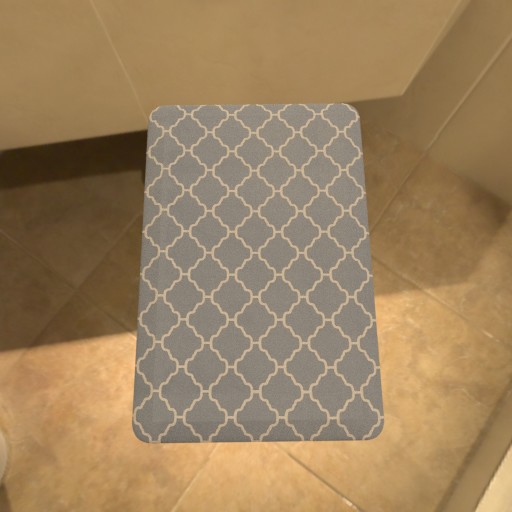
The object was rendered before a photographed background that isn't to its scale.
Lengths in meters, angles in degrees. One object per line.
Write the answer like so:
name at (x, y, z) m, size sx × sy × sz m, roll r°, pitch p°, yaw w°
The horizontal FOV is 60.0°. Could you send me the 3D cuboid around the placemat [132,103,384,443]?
placemat at (0.000, 0.000, 0.972) m, size 0.508 × 0.021 × 0.762 m, roll -1°, pitch 75°, yaw 0°
